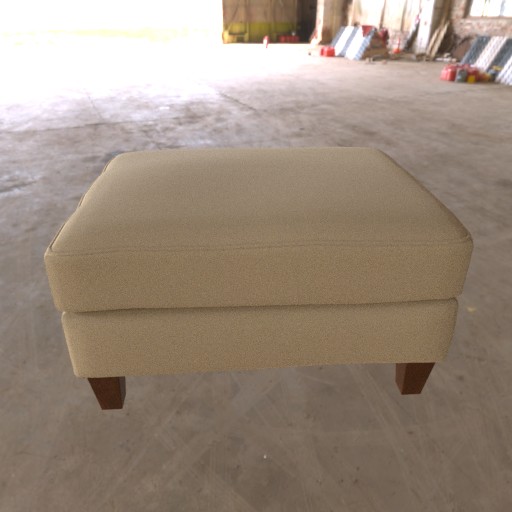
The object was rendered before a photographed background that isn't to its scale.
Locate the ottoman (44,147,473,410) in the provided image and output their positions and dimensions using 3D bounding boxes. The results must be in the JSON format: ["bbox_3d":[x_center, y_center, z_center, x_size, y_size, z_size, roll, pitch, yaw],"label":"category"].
[{"bbox_3d":[0.000,0.000,1.154,0.818,0.485,0.634,-2,30,-3],"label":"ottoman"}]
